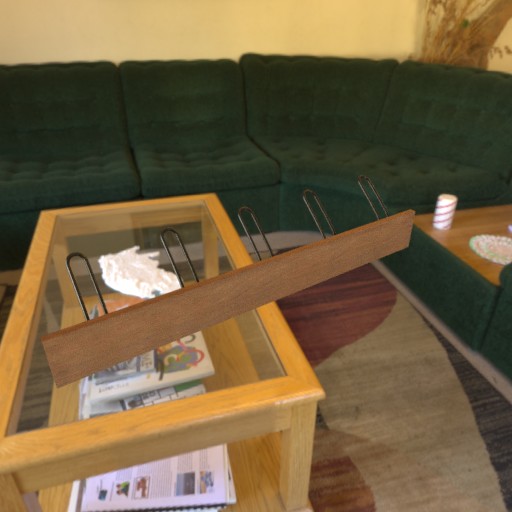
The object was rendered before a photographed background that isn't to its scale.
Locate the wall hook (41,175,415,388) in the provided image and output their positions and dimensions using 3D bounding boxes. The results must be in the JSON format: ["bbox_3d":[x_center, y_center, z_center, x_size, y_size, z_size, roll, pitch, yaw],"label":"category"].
[{"bbox_3d":[0.000,0.000,0.600,0.554,0.116,0.076,-19,35,-29],"label":"wall hook"}]
